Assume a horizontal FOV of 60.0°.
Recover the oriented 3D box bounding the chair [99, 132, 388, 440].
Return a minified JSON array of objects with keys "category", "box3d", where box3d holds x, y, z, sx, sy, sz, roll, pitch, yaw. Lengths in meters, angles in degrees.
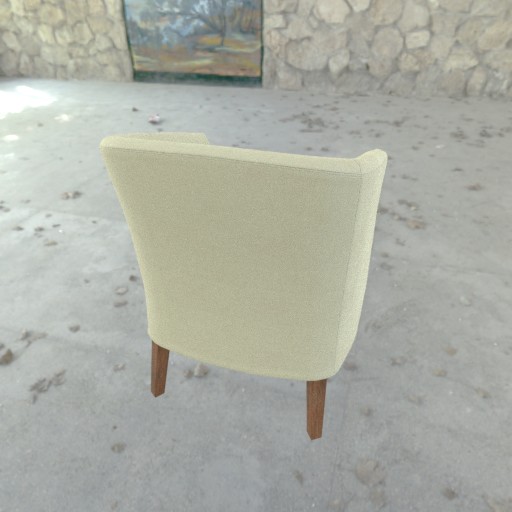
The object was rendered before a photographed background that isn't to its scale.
[{"category":"chair","box3d":[0.000,0.000,1.300,0.643,0.822,0.657,9,32,15]}]
